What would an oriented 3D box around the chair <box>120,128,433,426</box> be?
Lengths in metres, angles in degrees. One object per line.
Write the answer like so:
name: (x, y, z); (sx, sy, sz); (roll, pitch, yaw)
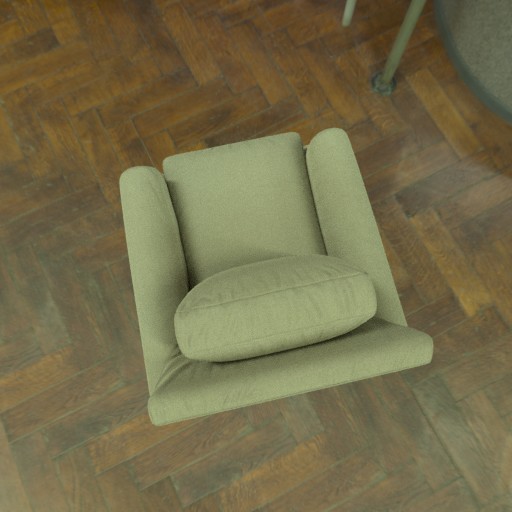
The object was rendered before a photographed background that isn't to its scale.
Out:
chair: (0.000, 0.000, 1.732); (0.940, 0.866, 1.066); (-12, 76, -3)
